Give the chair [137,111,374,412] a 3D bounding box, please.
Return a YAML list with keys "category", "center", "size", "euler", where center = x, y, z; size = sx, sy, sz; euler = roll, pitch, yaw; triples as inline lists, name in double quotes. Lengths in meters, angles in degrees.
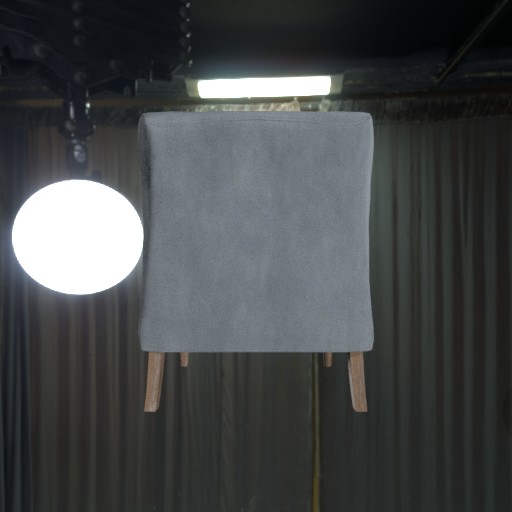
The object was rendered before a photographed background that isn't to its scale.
- category: "chair"
  center: [0.000, 0.000, 1.624]
  size: [0.784, 0.950, 0.906]
  euler: [0, -2, 0]
